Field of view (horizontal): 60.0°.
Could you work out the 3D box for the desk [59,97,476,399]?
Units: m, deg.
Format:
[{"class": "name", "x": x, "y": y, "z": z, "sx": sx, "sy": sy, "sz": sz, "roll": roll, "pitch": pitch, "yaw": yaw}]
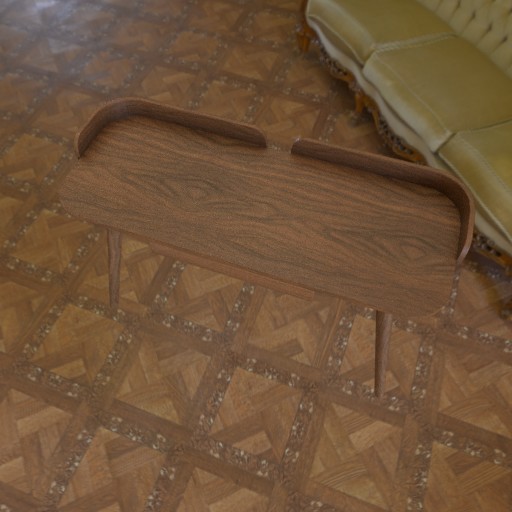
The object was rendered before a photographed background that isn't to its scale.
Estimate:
[{"class": "desk", "x": 0.000, "y": 0.000, "z": 1.664, "sx": 1.256, "sy": 0.800, "sz": 0.486, "roll": 17, "pitch": 59, "yaw": 10}]
